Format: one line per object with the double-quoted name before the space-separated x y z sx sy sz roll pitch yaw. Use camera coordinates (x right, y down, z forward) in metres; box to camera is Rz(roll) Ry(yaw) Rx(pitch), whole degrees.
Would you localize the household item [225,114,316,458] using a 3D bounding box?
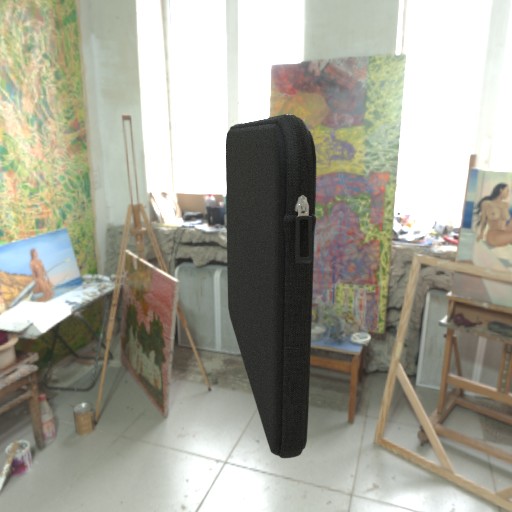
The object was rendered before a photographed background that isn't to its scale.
"household item" 0.000 0.000 0.522 0.030 0.305 0.396 -3 15 -10
